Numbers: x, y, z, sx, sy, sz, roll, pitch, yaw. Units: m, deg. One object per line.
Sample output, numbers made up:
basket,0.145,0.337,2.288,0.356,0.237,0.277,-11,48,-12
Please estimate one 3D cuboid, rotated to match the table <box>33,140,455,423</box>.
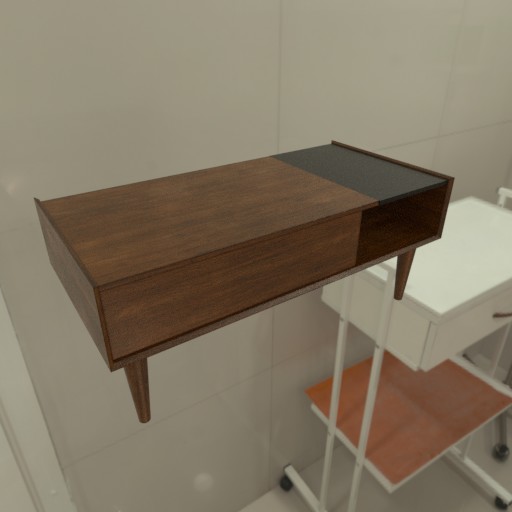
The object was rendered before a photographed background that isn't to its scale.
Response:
table,0.000,0.000,1.550,1.221,0.508,0.610,-18,34,-30
